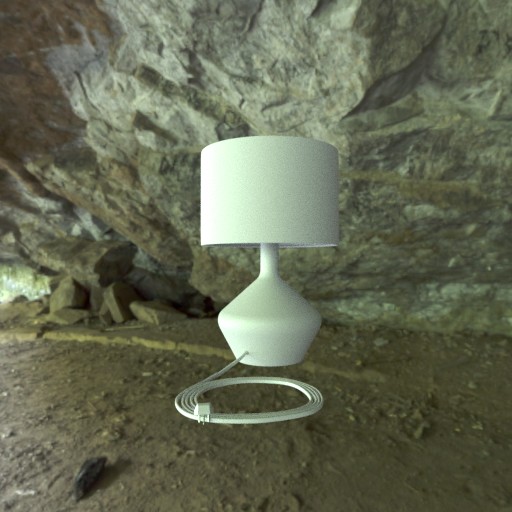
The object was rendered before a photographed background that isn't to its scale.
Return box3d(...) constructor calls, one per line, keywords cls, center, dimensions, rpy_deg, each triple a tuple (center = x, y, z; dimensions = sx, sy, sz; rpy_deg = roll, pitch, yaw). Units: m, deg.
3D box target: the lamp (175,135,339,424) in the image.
box3d(cls="lamp", center=(0.000, 0.000, 0.865), dimensions=(0.401, 0.457, 0.546), rpy_deg=(0, -1, 35))
